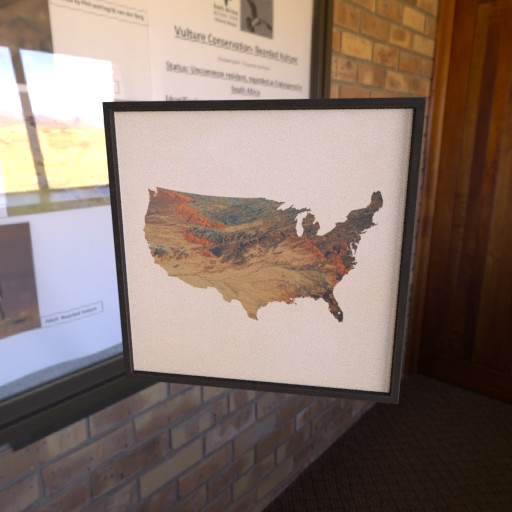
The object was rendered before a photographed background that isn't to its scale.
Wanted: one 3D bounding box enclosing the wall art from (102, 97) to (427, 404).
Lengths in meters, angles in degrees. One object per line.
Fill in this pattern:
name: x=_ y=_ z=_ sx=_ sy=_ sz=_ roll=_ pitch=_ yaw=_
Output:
wall art: x=0.000 y=0.000 z=0.456 sx=0.304 sy=0.303 sz=0.015 roll=2 pitch=15 yaw=9
